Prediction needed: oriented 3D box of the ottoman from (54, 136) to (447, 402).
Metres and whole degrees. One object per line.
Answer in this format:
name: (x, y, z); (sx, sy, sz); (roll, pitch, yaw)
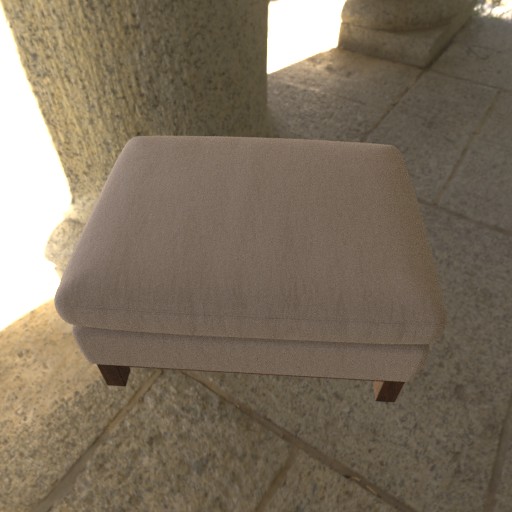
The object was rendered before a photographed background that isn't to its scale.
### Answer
ottoman: (0.000, 0.000, 1.131); (0.771, 0.420, 0.606); (3, 47, 2)
